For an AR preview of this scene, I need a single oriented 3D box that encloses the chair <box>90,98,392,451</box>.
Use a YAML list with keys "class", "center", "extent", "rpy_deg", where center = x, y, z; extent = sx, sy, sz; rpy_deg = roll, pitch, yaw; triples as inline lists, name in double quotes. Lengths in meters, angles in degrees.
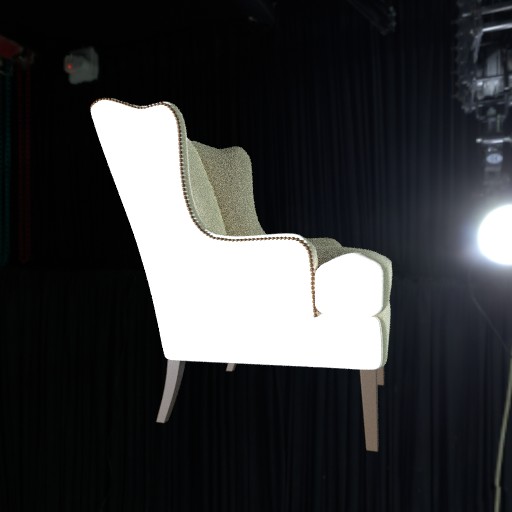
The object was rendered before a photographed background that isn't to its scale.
- class: "chair"
  center: [0.000, 0.000, 1.603]
  extent: [0.940, 1.029, 0.737]
  rpy_deg: [0, 1, 18]
